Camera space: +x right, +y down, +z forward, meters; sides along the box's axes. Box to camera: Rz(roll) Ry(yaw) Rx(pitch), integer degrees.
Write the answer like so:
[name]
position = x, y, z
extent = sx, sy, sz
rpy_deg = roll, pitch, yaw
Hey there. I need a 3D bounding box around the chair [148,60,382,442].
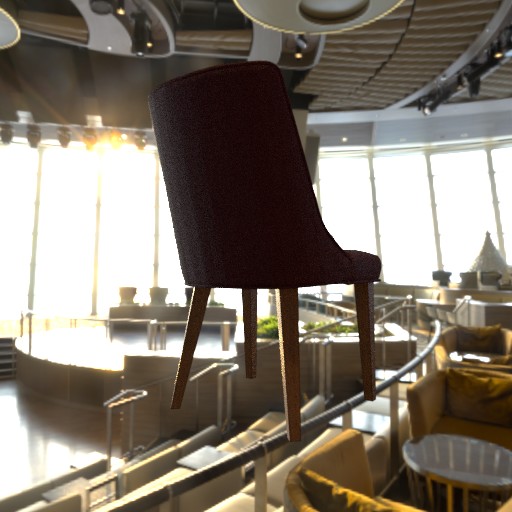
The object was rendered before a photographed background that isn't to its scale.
[chair]
position = 0.000, 0.000, 1.330
extent = 0.548, 0.916, 0.638
rpy_deg = -1, -2, 36
